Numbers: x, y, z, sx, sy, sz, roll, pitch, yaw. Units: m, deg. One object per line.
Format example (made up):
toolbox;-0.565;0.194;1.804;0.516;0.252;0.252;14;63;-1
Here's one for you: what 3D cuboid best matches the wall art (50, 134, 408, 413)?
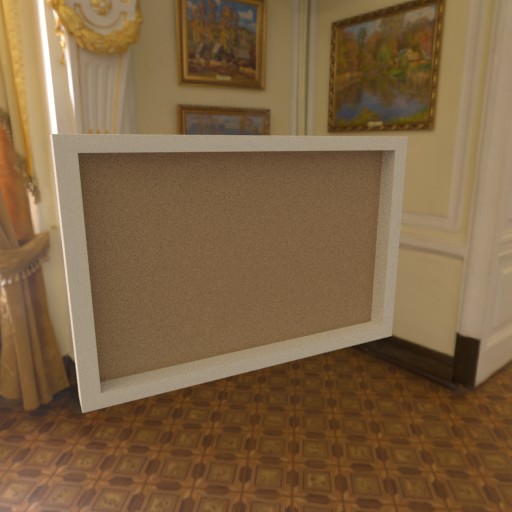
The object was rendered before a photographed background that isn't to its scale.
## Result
wall art;0.000;0.000;0.486;0.384;0.254;0.039;-7;16;-25
